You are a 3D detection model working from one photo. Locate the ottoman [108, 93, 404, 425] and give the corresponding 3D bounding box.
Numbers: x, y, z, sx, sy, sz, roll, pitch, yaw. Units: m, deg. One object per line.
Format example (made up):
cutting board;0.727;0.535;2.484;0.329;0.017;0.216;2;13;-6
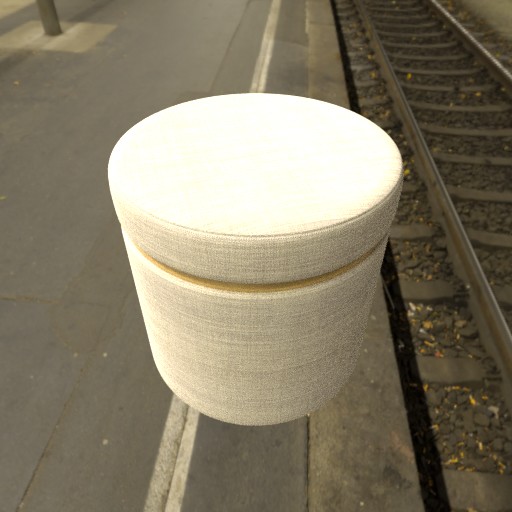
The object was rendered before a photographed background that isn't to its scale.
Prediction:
ottoman;0.000;0.000;0.735;0.400;0.406;0.400;0;41;0
